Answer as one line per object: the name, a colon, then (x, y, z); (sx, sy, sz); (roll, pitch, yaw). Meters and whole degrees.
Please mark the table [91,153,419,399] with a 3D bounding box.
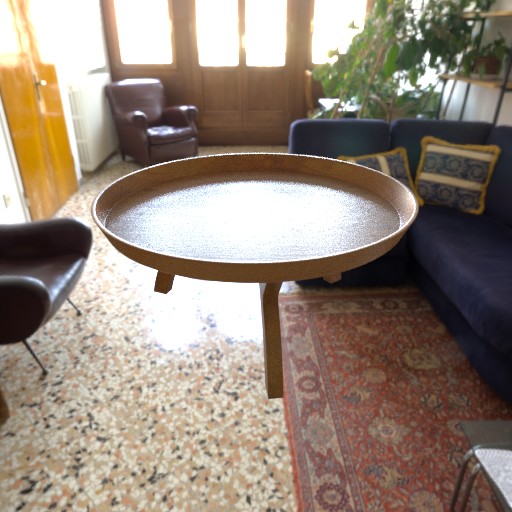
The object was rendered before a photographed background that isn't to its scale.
table: (0.000, 0.000, 1.538); (1.016, 0.470, 1.016); (0, 27, 0)
